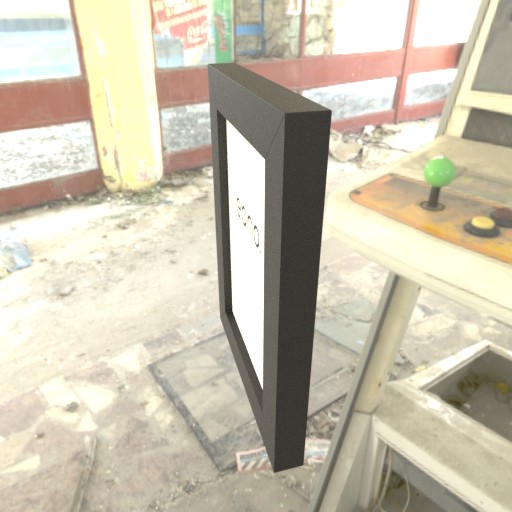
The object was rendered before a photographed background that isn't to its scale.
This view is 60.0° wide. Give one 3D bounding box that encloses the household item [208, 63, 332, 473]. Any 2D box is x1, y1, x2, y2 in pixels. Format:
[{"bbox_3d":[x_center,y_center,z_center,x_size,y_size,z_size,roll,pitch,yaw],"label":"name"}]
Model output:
[{"bbox_3d":[0.000,0.000,0.238,0.022,0.178,0.133,-8,30,-14],"label":"household item"}]
